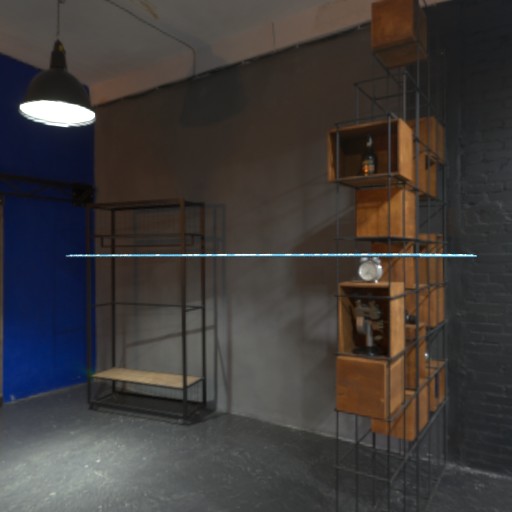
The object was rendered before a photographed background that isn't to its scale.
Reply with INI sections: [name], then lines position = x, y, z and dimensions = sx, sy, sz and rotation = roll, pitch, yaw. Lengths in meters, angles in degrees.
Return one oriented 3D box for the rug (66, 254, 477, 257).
[rug]
position = 0.000, 0.000, 1.456
dimensions = 1.219, 0.007, 0.604
rotation = 0, 0, 35
